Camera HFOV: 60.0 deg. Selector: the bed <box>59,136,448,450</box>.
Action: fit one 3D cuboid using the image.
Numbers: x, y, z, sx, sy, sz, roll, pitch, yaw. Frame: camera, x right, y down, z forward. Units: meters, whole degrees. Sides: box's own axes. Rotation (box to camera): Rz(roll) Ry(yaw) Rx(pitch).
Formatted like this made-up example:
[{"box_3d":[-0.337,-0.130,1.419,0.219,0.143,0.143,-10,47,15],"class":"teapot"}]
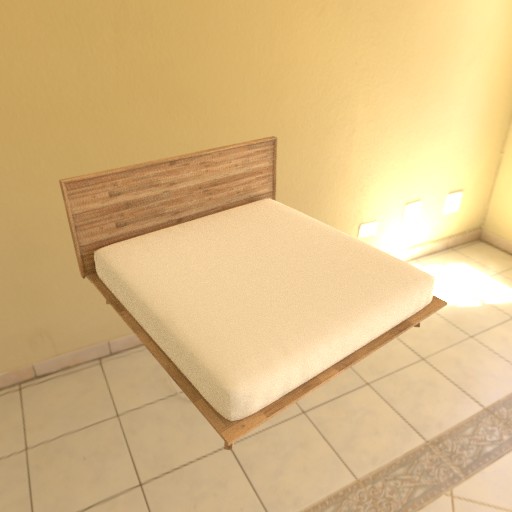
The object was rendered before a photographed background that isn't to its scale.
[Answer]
[{"box_3d":[0.000,0.000,3.457,2.116,1.100,2.167,-21,36,-32],"class":"bed"}]
